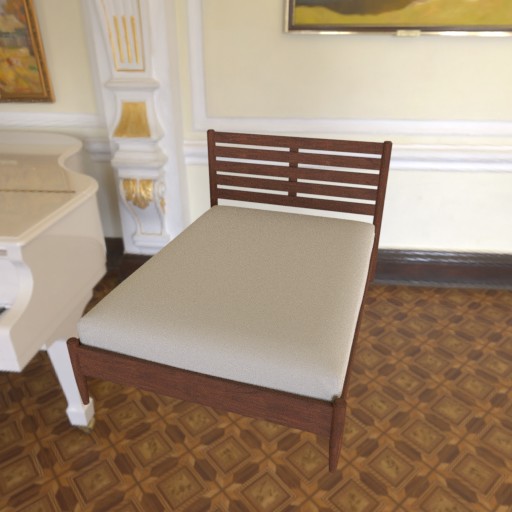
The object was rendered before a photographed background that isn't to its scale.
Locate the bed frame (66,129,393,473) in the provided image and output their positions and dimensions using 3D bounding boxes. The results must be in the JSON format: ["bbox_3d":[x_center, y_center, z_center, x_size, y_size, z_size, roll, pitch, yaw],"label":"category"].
[{"bbox_3d":[0.000,0.000,3.246,1.655,1.321,2.234,8,28,16],"label":"bed frame"}]
